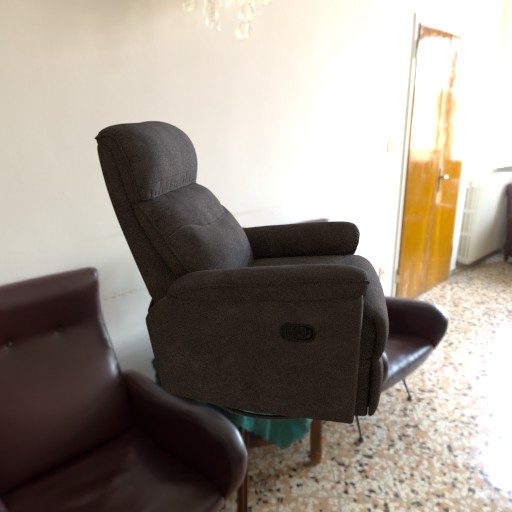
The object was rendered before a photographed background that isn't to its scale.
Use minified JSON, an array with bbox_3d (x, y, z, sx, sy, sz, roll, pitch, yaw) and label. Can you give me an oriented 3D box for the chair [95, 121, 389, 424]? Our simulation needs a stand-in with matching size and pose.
[{"bbox_3d":[0.000,0.000,1.765,1.009,1.035,0.830,3,16,9],"label":"chair"}]
